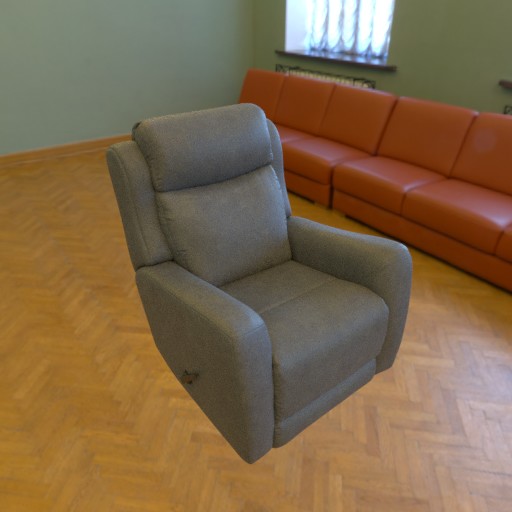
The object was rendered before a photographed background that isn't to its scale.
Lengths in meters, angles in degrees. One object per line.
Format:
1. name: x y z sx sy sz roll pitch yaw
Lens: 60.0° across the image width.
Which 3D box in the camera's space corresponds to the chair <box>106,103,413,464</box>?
1. chair: 0.000 0.000 1.975 0.967 1.116 1.068 -21 36 -32
